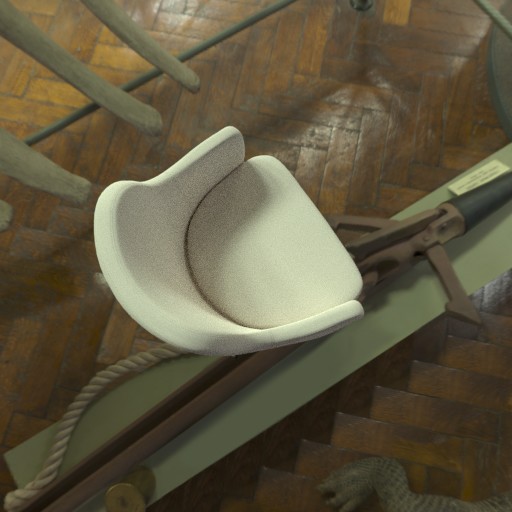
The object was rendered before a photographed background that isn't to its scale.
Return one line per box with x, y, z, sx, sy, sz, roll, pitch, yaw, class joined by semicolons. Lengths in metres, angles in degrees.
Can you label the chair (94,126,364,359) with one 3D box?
0.000;0.000;1.261;0.647;0.819;0.602;-31;77;-8;chair
